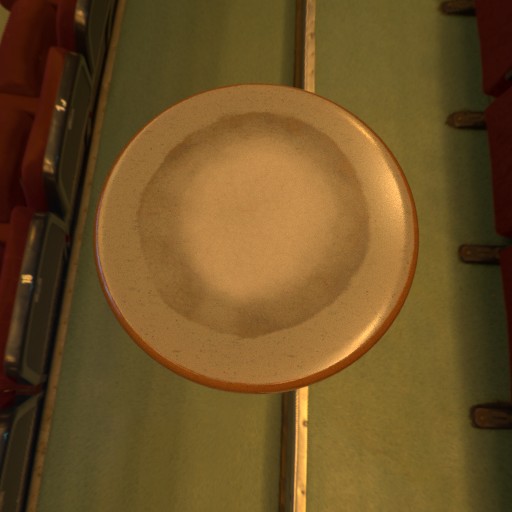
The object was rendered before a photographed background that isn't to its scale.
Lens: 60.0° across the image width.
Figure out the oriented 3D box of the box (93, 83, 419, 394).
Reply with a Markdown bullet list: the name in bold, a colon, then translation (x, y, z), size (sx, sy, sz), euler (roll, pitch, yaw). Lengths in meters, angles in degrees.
- **box**: translation (0.000, 0.000, 0.211), size (0.123, 0.100, 0.123), euler (0, 75, 0)
